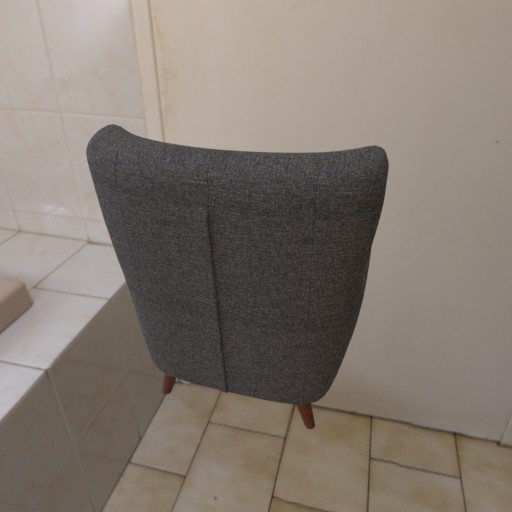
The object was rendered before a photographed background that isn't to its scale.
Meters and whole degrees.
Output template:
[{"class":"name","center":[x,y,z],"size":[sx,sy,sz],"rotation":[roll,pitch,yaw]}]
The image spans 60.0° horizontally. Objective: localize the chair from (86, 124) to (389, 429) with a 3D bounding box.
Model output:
[{"class":"chair","center":[0.000,0.000,1.724],"size":[0.878,1.063,0.904],"rotation":[9,32,14]}]
